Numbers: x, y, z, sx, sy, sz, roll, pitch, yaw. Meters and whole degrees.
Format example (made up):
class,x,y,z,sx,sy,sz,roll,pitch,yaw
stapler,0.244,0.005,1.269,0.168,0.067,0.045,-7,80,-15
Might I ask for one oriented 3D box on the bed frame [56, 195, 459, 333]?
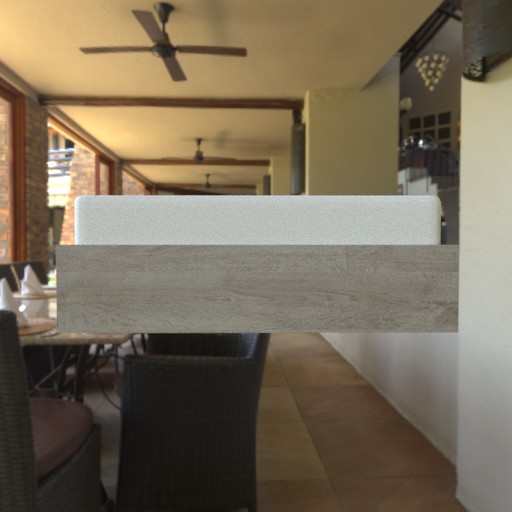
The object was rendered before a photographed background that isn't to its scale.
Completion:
class,x,y,z,sx,sy,sz,roll,pitch,yaw
bed frame,0.000,0.000,2.561,1.445,0.497,1.945,0,2,-1
